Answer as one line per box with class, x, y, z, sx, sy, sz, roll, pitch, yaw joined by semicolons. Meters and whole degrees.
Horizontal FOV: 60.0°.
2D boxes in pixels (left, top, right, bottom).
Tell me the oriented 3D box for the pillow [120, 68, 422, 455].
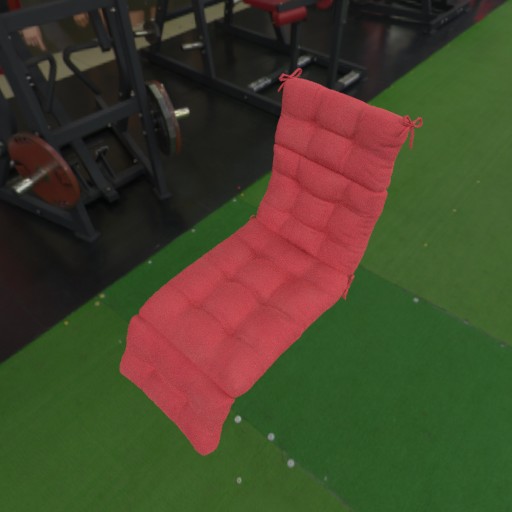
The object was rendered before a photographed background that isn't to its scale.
pillow;0.000;0.000;1.522;0.526;0.863;1.016;34;55;28
